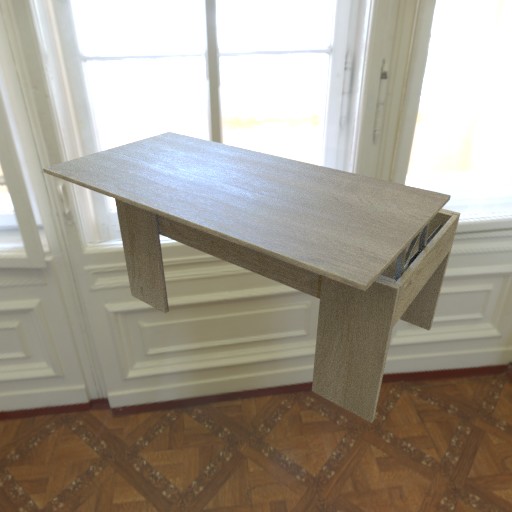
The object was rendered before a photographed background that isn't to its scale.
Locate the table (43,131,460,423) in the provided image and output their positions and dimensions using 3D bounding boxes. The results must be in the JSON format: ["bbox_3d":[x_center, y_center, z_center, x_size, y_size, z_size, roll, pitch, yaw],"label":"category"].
[{"bbox_3d":[0.000,0.000,1.406,1.000,0.570,0.711,21,36,31],"label":"table"}]
